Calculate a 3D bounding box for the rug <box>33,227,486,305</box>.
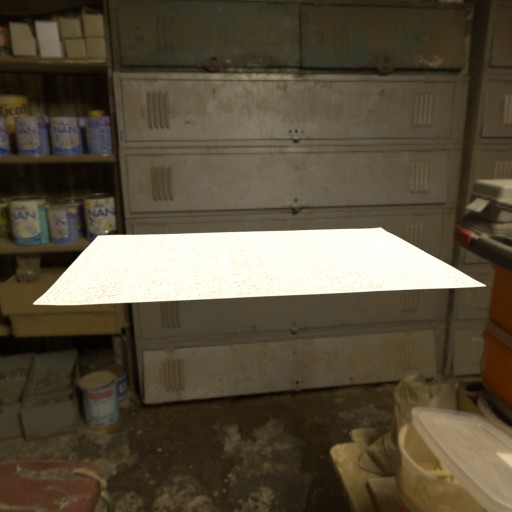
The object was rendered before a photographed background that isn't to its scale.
[{"bbox_3d":[0.000,0.000,3.066,2.434,0.023,1.518,-2,16,-7],"label":"rug"}]
